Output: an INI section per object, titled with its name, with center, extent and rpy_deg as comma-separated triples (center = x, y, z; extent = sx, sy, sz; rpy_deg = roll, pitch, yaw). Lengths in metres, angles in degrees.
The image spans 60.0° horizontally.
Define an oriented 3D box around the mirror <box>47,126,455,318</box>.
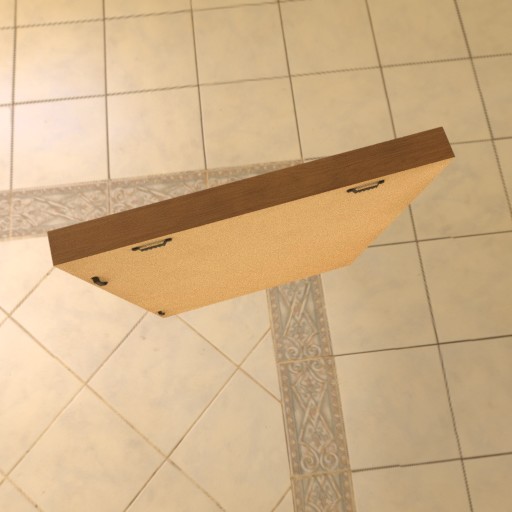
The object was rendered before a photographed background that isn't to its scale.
[mirror]
center = 0.000, 0.000, 0.680
extent = 0.406, 0.509, 0.041
rpy_deg = -16, 77, -4
